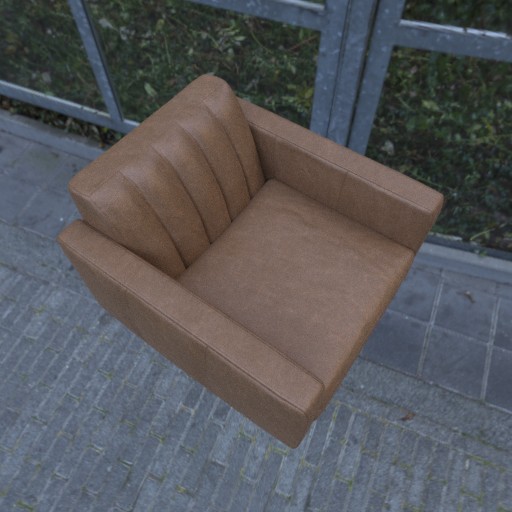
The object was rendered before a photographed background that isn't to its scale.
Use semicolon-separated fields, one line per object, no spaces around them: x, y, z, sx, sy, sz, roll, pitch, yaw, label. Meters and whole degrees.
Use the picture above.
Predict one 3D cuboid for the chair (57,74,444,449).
0.000;0.000;1.670;0.998;0.819;0.953;31;63;18;chair
